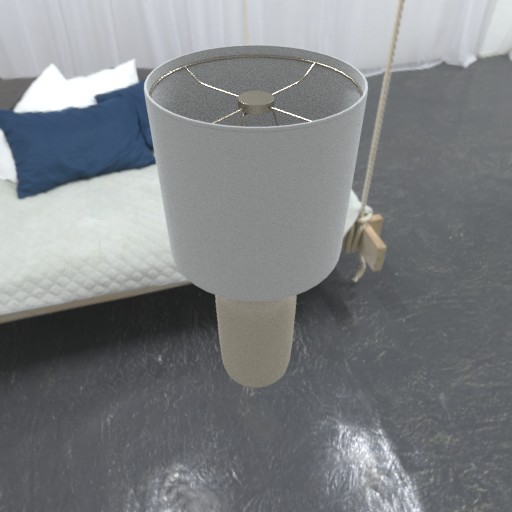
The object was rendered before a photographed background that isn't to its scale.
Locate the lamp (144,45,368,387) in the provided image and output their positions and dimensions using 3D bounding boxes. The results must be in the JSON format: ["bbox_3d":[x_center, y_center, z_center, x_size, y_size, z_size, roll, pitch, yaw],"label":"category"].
[{"bbox_3d":[0.000,0.000,0.601,0.220,0.475,0.220,-26,48,-26],"label":"lamp"}]
